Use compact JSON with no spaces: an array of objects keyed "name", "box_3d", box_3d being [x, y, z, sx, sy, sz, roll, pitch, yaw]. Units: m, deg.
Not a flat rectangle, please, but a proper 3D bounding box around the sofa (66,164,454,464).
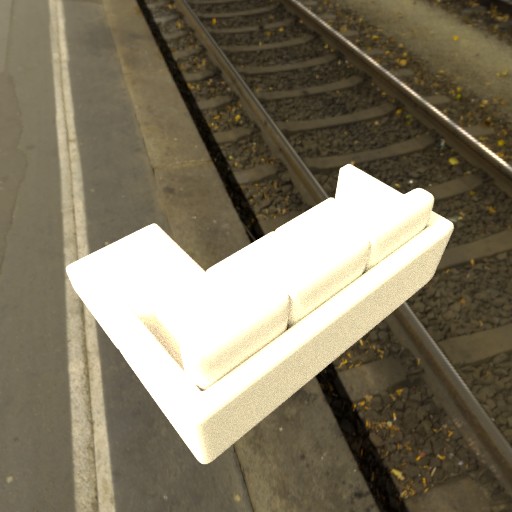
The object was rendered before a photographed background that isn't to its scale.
[{"name":"sofa","box_3d":[0.000,0.000,2.949,2.029,0.899,1.580,-31,53,-27]}]
